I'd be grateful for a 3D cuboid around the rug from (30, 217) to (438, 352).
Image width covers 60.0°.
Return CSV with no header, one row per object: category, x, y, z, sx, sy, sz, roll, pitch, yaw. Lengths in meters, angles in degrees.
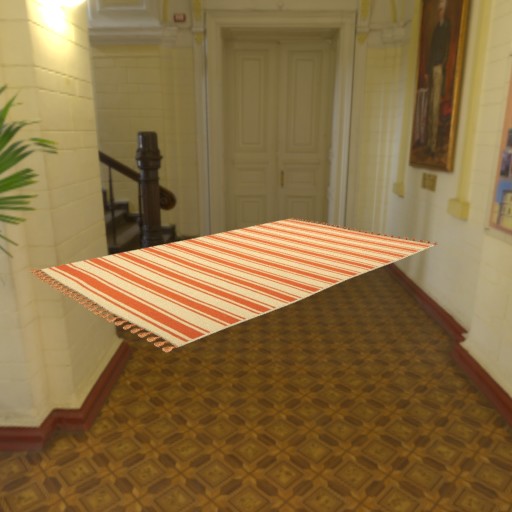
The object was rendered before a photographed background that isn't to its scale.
rug,0.000,0.000,2.562,2.092,0.017,1.232,-15,22,-43
